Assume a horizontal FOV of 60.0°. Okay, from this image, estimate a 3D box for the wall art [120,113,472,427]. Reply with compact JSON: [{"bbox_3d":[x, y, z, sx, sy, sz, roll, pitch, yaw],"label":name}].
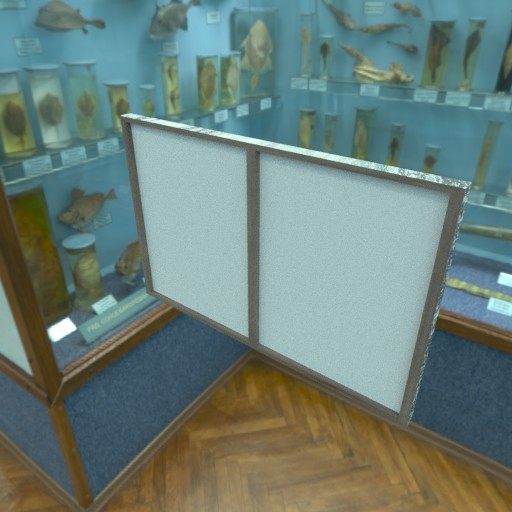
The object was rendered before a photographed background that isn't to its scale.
[{"bbox_3d":[0.000,0.000,1.152,0.919,0.598,0.038,21,36,32],"label":"wall art"}]
